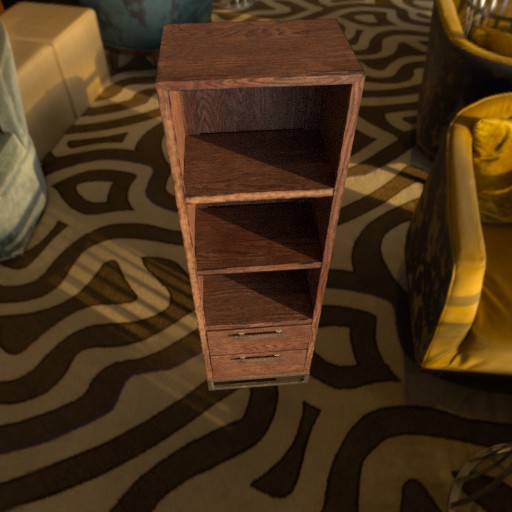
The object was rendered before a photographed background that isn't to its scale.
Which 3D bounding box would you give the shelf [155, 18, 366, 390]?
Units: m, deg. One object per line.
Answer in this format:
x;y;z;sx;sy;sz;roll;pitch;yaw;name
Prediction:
0.000;0.000;1.879;0.539;1.732;0.395;-3;48;-3;shelf
